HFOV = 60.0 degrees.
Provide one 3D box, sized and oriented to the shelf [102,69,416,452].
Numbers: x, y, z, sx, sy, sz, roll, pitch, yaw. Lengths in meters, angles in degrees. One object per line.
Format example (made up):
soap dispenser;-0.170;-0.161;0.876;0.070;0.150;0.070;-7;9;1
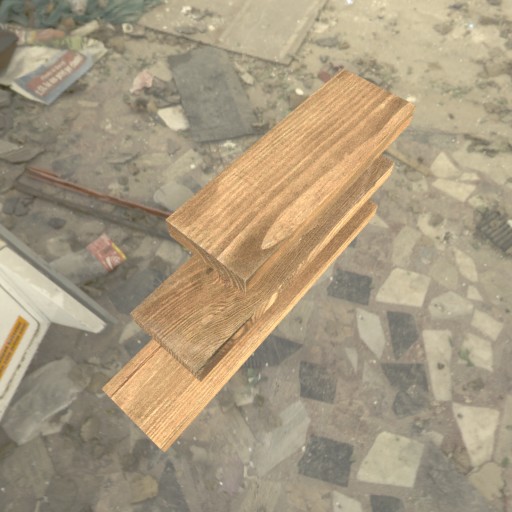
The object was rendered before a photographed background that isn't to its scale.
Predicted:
shelf;0.000;0.000;0.722;0.140;0.293;0.610;36;66;19
